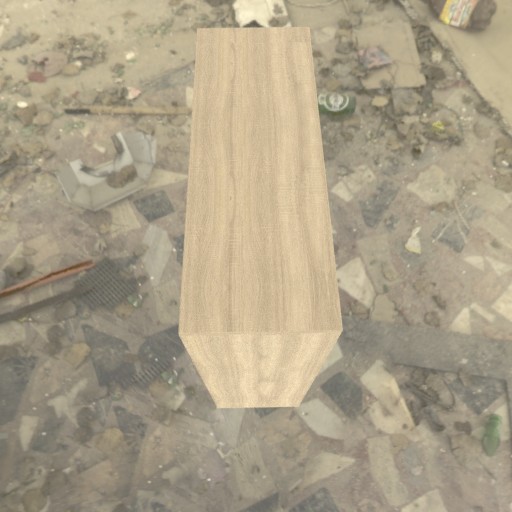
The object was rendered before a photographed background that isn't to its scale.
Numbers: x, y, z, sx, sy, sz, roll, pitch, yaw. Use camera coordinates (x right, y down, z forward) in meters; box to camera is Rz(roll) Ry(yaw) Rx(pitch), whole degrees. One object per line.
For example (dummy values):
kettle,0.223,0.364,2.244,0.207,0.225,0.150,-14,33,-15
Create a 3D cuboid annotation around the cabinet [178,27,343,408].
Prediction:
cabinet,0.000,0.000,1.936,0.398,1.388,1.111,-1,63,0
